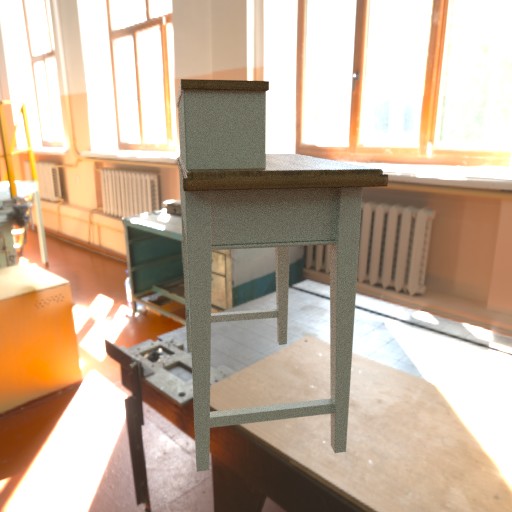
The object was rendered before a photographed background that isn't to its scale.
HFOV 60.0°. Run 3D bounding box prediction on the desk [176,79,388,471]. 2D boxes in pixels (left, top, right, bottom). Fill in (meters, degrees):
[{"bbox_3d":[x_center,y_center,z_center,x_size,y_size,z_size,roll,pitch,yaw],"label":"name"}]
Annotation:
[{"bbox_3d":[0.000,0.000,1.430,0.462,0.981,0.814,-3,16,-10],"label":"desk"}]
